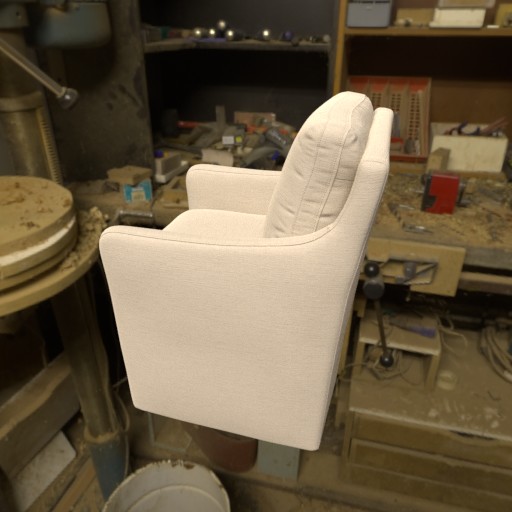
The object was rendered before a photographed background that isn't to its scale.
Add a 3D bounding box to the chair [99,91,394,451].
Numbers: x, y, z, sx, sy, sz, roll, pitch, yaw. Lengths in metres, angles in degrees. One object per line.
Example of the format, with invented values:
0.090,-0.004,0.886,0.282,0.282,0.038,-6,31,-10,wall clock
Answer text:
0.000,0.000,1.355,0.694,0.914,0.626,8,30,14,chair
